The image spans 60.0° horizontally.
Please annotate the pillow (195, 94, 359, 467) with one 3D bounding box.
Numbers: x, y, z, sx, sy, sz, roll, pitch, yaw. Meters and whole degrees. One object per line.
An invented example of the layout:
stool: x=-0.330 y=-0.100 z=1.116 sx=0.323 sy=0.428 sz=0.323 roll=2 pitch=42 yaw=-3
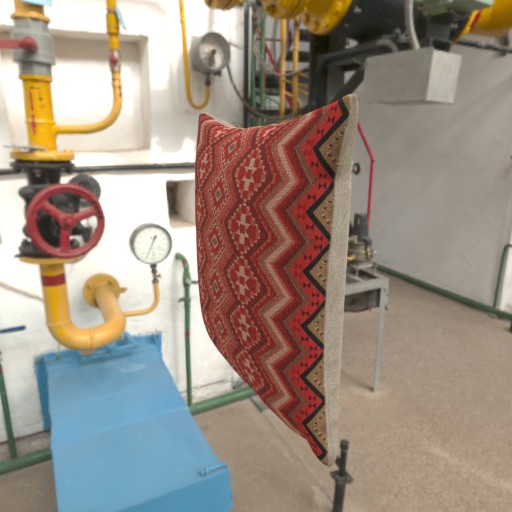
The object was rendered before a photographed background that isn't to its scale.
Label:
pillow: x=0.000 y=0.000 z=0.789 sx=0.158 sy=0.511 sz=0.513 roll=-8 pitch=18 yaw=-25
